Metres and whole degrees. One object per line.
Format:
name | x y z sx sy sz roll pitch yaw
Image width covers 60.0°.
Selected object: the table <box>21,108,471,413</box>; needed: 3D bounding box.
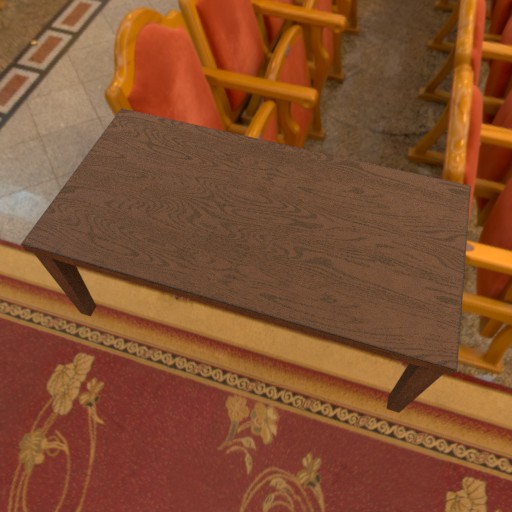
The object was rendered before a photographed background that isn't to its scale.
table | 0.000 0.000 2.482 1.981 0.762 1.016 15 58 10
